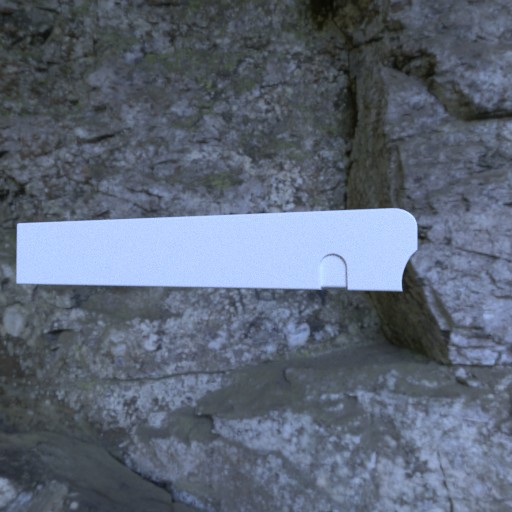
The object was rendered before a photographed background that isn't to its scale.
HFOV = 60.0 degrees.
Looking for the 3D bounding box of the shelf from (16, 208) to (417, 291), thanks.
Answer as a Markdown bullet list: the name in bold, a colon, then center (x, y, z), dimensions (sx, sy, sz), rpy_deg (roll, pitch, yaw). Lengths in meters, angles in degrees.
- **shelf**: center (0.000, 0.000, 0.458), dimensions (0.310, 0.050, 0.310), rpy_deg (0, -1, 19)
